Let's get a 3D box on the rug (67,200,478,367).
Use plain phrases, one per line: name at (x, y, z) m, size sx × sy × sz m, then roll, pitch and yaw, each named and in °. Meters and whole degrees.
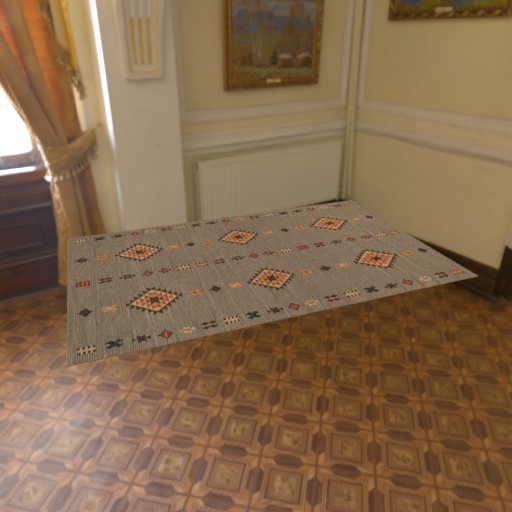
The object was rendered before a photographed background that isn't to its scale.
rug at (0.000, 0.000, 3.054) m, size 2.427 × 0.007 × 1.515 m, roll -10°, pitch 28°, yaw -18°
